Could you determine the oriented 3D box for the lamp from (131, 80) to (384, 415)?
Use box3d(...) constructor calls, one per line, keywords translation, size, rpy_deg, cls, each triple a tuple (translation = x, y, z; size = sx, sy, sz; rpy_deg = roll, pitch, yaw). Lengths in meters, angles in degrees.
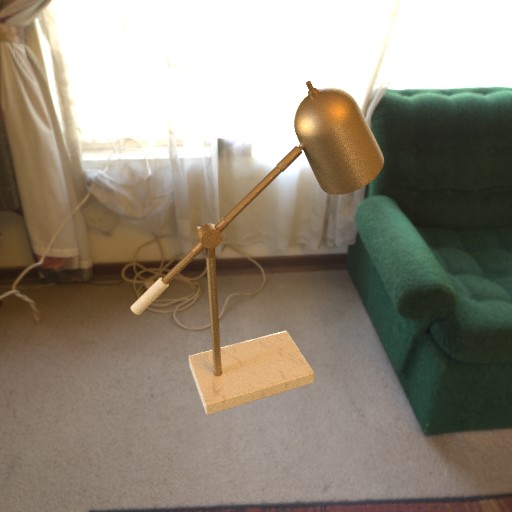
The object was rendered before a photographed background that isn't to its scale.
box3d(translation=(0.000, 0.000, 0.821), size=(0.471, 0.603, 0.144), rpy_deg=(-11, 33, -18), cls="lamp")
